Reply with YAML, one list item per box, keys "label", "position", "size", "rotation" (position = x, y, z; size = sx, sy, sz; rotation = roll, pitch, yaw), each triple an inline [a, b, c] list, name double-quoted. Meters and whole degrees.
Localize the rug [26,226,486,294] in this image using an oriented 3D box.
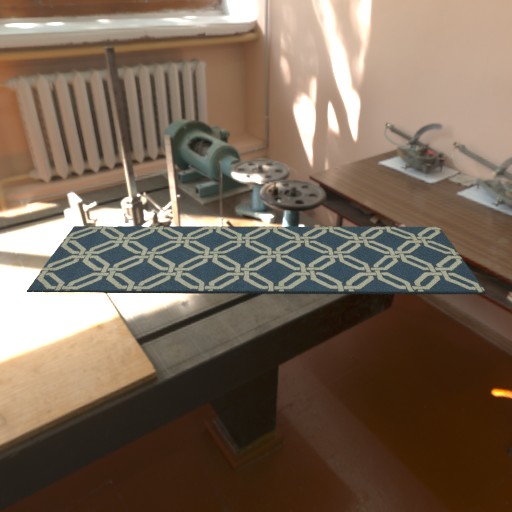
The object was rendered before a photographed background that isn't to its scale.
- label: "rug"
  position: [0.000, 0.000, 2.471]
  size: [2.276, 0.014, 0.678]
  rotation: [0, 32, 0]
